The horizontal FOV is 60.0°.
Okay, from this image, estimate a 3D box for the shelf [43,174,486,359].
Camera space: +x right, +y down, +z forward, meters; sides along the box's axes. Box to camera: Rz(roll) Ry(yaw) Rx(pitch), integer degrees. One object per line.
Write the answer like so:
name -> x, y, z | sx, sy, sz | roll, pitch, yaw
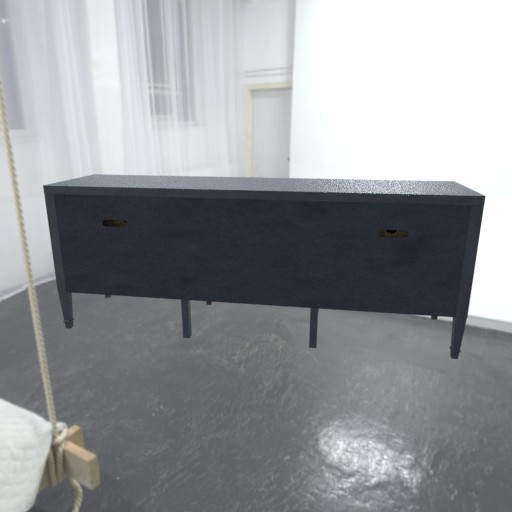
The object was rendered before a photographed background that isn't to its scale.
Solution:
shelf -> 0.000, 0.000, 2.186 | 1.878, 0.715, 0.471 | 3, 17, 9
